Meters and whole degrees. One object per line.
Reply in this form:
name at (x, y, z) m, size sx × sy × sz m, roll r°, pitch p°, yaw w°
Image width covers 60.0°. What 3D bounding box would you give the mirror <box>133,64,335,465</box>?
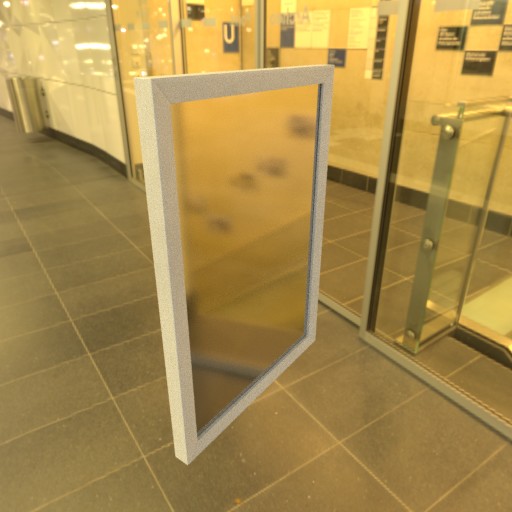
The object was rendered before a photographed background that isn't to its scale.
mirror at (0.000, 0.000, 0.916) m, size 0.040 × 0.710 × 0.507 m, roll 18°, pitch 31°, yaw 32°
